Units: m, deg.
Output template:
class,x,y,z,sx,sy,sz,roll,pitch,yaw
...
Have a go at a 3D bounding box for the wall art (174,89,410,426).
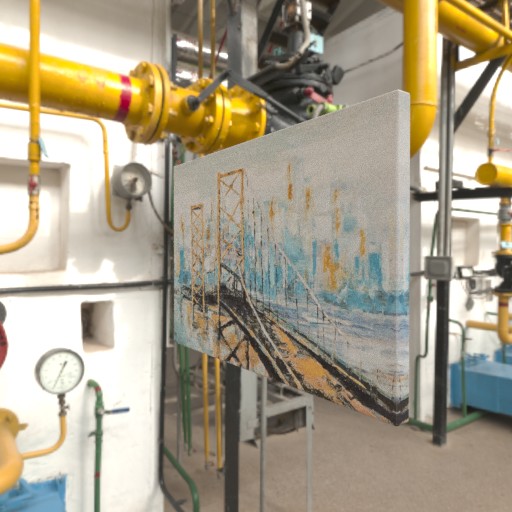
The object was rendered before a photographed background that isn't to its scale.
class,x,y,z,sx,sy,sz,roll,pitch,yaw
wall art,0.000,0.000,1.176,0.038,0.609,0.913,-1,1,-36
